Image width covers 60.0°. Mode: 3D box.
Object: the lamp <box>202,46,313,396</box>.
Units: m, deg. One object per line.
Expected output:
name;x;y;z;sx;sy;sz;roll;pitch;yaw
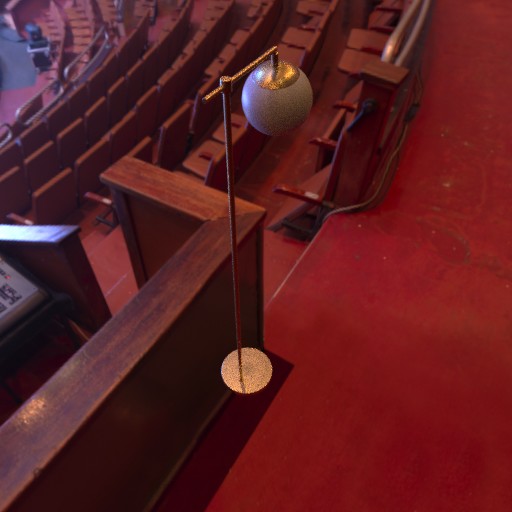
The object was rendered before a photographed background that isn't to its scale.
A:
lamp;0.000;0.000;1.699;0.249;1.505;0.476;23;51;20
